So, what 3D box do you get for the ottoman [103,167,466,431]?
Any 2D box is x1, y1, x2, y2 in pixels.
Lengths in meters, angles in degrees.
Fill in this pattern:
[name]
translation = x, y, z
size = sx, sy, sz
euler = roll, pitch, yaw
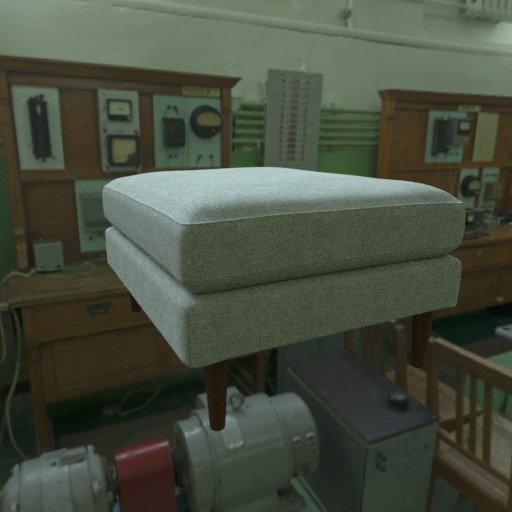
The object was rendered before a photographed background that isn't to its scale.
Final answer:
[ottoman]
translation = 0.000, 0.000, 1.246
size = 0.693, 0.474, 0.821
euler = -7, 16, -26
